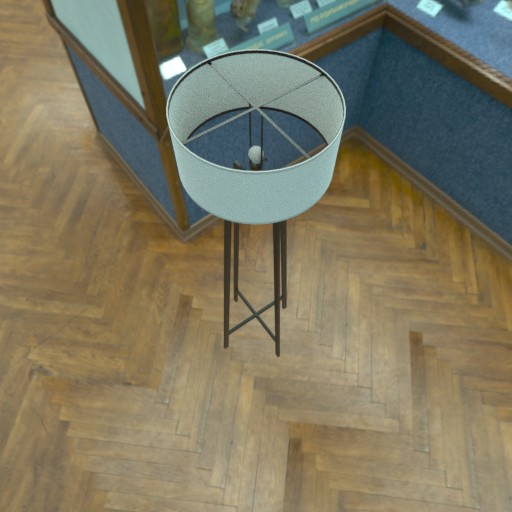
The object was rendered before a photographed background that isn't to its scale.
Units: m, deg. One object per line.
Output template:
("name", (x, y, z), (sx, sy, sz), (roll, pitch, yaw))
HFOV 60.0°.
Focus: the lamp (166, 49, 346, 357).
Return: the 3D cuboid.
("lamp", (0.000, 0.000, 1.782), (0.456, 1.510, 0.457), (-32, 64, -17))
